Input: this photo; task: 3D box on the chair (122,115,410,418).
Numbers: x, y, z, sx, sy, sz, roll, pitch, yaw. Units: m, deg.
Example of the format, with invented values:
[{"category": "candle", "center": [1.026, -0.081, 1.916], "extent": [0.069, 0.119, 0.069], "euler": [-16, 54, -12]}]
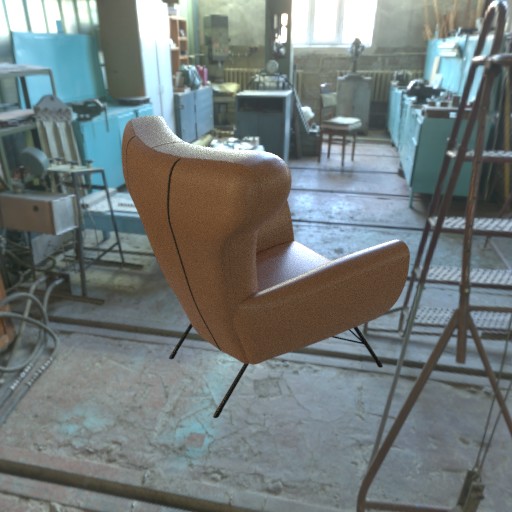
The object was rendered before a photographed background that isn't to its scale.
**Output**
[{"category": "chair", "center": [0.000, 0.000, 1.810], "extent": [0.900, 1.050, 0.980], "euler": [-16, 30, -30]}]
